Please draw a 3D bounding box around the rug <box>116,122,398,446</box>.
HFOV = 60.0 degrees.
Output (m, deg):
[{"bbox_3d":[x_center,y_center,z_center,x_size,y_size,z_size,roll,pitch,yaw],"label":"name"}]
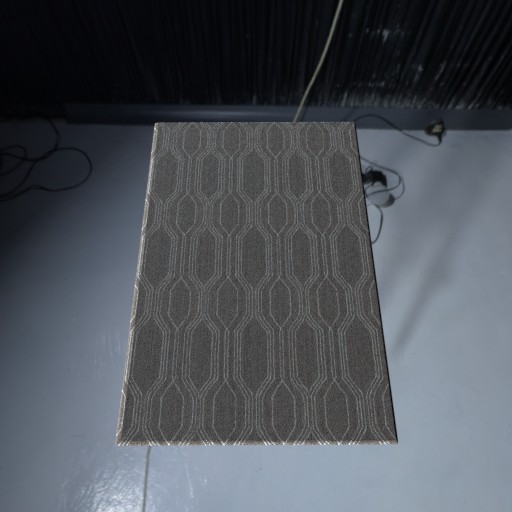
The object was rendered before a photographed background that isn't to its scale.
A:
[{"bbox_3d":[0.000,0.000,2.338,1.239,0.012,1.836,0,64,0],"label":"rug"}]
